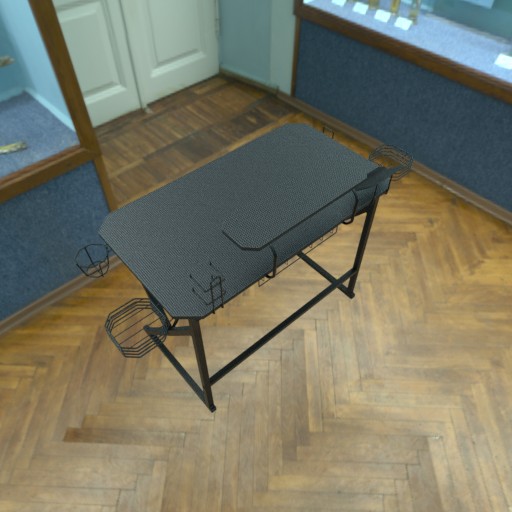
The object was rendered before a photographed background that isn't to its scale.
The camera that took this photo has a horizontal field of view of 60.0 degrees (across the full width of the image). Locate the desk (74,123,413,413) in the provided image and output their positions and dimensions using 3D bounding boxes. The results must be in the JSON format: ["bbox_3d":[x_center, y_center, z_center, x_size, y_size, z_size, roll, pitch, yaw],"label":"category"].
[{"bbox_3d":[0.000,0.000,1.762,1.290,0.880,0.580,-33,57,-25],"label":"desk"}]
